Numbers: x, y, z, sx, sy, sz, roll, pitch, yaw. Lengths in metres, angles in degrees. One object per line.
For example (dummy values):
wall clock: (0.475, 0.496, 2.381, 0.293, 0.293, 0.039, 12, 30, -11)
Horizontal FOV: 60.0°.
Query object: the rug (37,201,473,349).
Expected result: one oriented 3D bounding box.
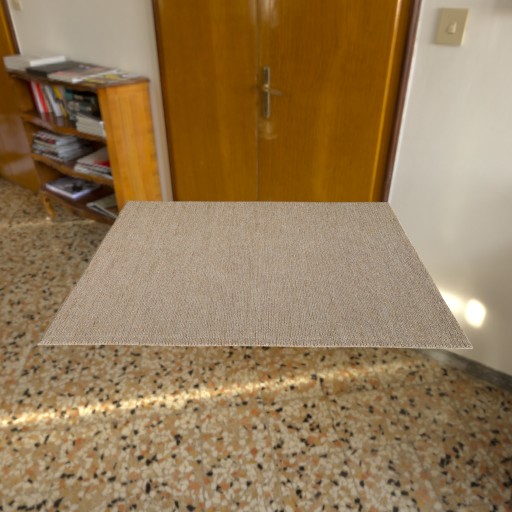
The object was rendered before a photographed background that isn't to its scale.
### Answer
rug: (0.000, 0.000, 4.104, 3.034, 0.012, 2.406, 0, 31, 1)
